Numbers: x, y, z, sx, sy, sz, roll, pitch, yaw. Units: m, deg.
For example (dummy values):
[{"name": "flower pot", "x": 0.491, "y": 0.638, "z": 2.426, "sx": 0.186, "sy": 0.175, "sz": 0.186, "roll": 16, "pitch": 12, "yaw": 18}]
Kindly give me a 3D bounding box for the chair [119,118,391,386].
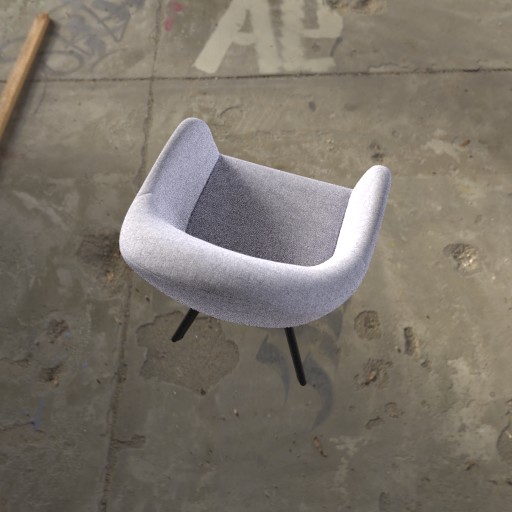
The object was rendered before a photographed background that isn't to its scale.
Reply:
[{"name": "chair", "x": 0.000, "y": 0.000, "z": 1.166, "sx": 0.540, "sy": 0.780, "sz": 0.570, "roll": 17, "pitch": 64, "yaw": 8}]
